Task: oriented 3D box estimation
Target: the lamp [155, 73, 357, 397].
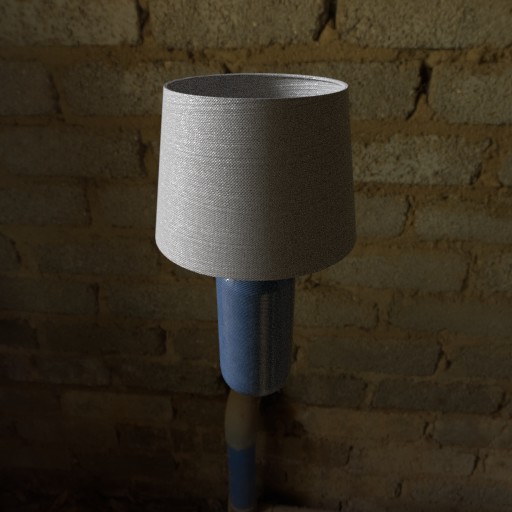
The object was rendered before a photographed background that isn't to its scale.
[{"bbox_3d":[0.000,0.000,0.587,0.253,0.428,0.253,0,28,0],"label":"lamp"}]
